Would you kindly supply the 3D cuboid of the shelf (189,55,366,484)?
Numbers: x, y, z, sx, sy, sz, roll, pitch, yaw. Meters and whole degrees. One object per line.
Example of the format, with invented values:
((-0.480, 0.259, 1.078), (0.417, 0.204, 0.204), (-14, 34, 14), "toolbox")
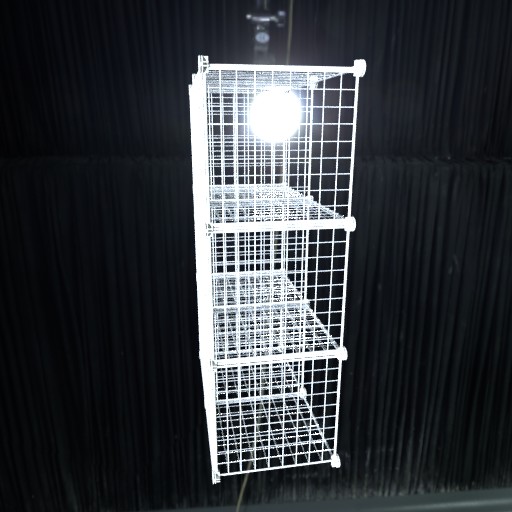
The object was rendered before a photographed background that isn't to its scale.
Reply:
((0.000, 0.000, 1.405), (0.356, 1.067, 0.711), (-3, 17, -9), "shelf")
